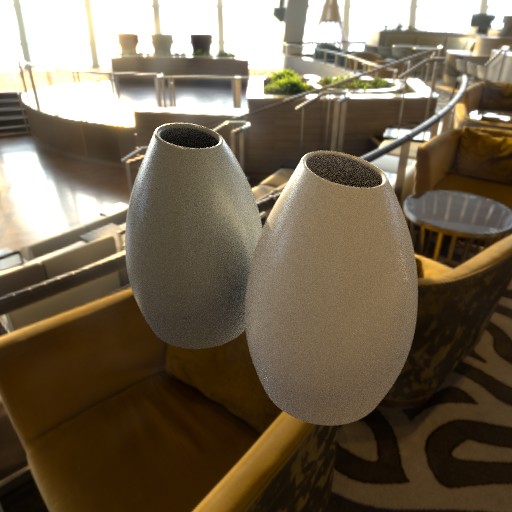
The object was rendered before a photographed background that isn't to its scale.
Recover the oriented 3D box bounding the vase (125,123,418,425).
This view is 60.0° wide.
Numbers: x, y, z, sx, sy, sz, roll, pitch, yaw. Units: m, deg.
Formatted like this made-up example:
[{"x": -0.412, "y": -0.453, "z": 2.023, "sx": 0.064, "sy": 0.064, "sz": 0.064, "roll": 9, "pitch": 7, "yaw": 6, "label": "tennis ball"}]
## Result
[{"x": 0.000, "y": 0.000, "z": 0.256, "sx": 0.187, "sy": 0.131, "sz": 0.089, "roll": 21, "pitch": 35, "yaw": 32, "label": "vase"}]
